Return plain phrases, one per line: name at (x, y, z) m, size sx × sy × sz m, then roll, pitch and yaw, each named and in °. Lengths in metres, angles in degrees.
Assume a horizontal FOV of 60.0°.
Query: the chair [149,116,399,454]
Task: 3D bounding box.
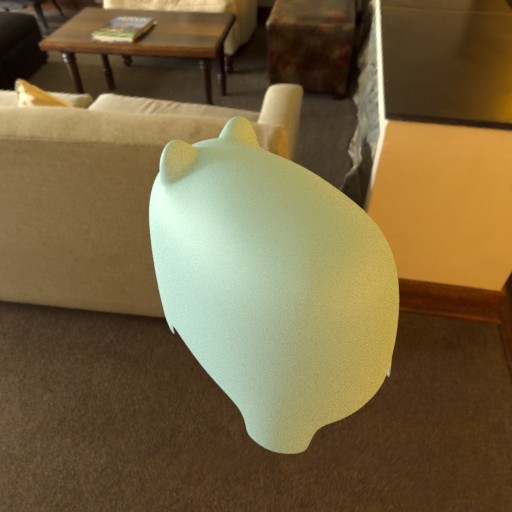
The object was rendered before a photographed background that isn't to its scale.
chair at (0.000, 0.000, 0.865) m, size 0.364 × 0.423 × 0.619 m, roll -30°, pitch 52°, yaw -27°
